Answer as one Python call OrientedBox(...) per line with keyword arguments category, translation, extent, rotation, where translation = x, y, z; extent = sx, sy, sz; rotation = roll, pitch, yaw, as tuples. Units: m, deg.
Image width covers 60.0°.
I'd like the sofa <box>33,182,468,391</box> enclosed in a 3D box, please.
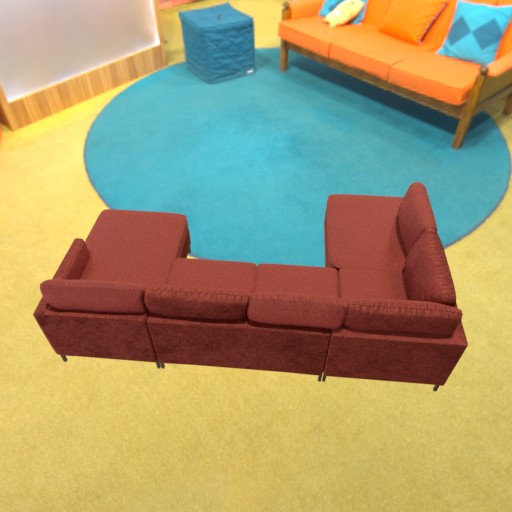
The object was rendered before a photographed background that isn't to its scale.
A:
OrientedBox(category="sofa", translation=(0.000, 0.000, 4.297), extent=(3.434, 0.992, 2.055), rotation=(4, 45, 4))
